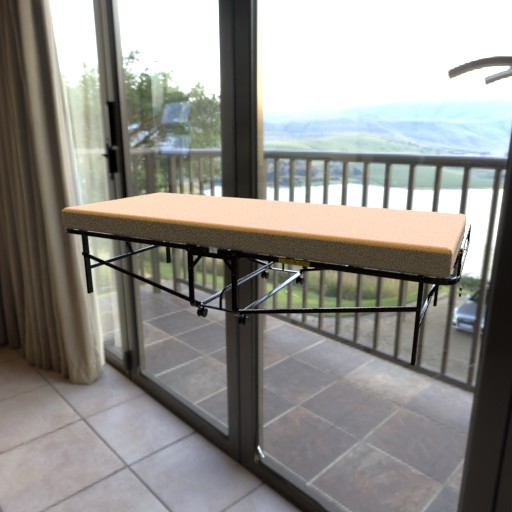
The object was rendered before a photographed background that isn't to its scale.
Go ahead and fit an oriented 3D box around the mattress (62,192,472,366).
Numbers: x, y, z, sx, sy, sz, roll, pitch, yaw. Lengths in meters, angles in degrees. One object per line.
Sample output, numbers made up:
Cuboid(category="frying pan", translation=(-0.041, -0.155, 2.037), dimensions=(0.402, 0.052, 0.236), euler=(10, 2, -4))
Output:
Cuboid(category="mattress", translation=(0.000, 0.000, 2.524), dimensions=(2.153, 0.519, 0.922), euler=(8, 17, 27))
